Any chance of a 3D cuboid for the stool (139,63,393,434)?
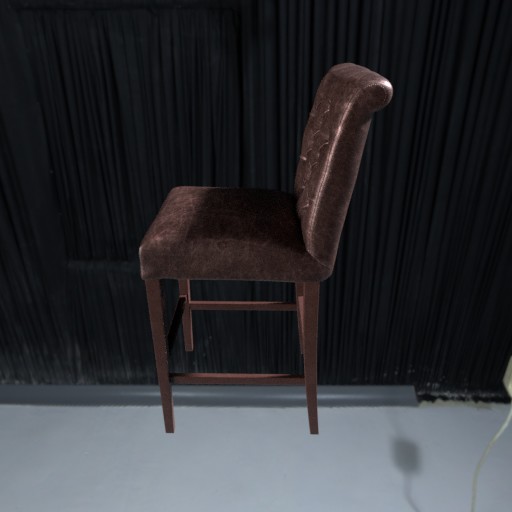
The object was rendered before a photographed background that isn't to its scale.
[{"bbox_3d":[0.000,0.000,1.485,0.659,1.168,0.483,1,28,1],"label":"stool"}]
